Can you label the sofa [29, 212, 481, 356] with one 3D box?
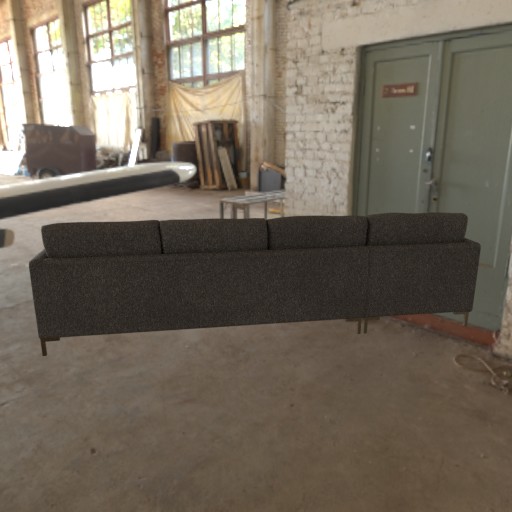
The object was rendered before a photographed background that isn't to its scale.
[{"bbox_3d":[0.000,0.000,3.454,2.932,0.810,1.350,-2,15,-9],"label":"sofa"}]
